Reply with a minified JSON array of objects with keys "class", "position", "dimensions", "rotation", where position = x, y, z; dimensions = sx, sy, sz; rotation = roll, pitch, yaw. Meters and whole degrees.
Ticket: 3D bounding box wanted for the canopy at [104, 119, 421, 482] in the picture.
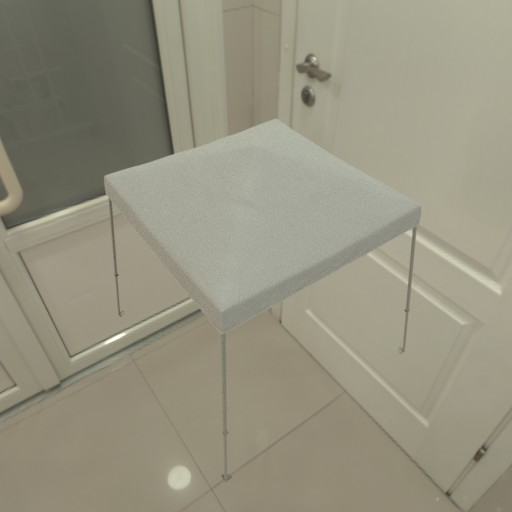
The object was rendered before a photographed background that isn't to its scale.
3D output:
[{"class":"canopy","position":[0.000,0.000,5.174],"dimensions":[2.848,2.849,2.849],"rotation":[-26,49,-25]}]
